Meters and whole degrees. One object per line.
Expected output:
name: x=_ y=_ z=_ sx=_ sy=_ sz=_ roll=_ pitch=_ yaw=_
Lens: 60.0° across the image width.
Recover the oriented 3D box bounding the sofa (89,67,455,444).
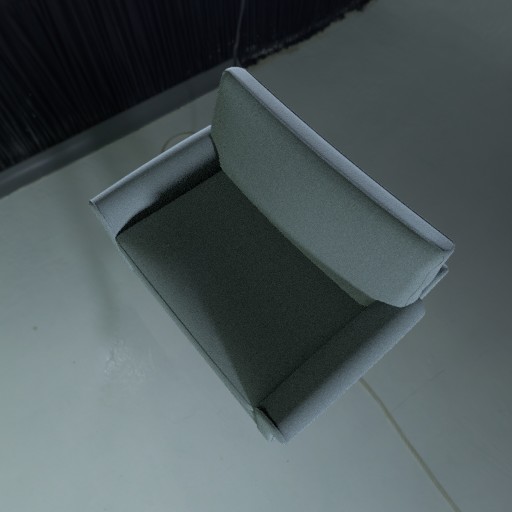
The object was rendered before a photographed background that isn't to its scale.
sofa: x=0.000 y=0.000 z=2.073 sx=0.940 sy=0.953 sz=1.410 roll=-37 pitch=69 yaw=-17
